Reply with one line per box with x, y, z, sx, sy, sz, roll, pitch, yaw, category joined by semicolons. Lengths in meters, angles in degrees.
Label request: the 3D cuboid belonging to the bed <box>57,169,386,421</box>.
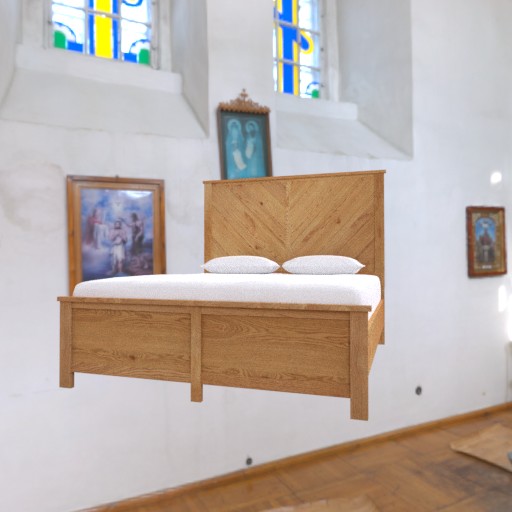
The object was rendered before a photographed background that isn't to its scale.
0.000;0.000;4.093;2.225;1.938;2.530;0;-1;18;bed
